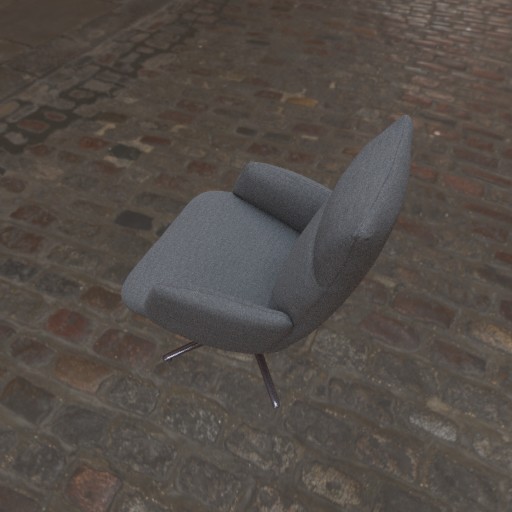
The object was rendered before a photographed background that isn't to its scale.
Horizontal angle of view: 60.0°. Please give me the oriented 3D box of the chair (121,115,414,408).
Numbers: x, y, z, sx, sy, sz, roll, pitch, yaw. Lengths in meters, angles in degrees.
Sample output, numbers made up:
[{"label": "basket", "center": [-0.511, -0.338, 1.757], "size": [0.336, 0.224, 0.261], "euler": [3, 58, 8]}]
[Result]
[{"label": "chair", "center": [0.000, 0.000, 1.542], "size": [0.831, 0.984, 0.702], "euler": [18, 50, 16]}]
